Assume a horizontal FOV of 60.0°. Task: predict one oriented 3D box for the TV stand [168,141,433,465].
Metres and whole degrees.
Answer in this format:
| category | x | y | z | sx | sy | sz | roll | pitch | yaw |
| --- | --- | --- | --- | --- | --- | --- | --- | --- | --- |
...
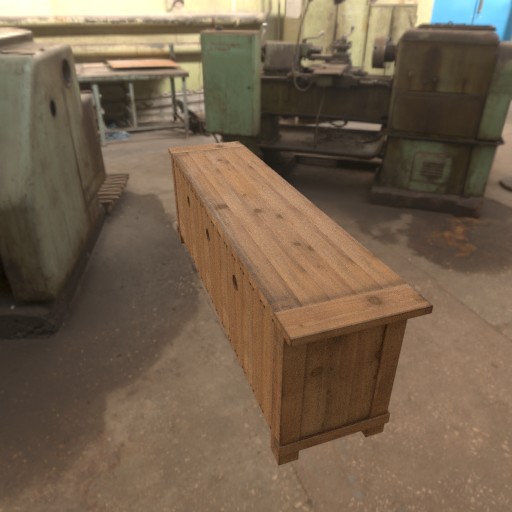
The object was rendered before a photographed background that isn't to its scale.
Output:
| category | x | y | z | sx | sy | sz | roll | pitch | yaw |
| --- | --- | --- | --- | --- | --- | --- | --- | --- | --- |
| TV stand | 0.000 | 0.000 | 2.056 | 0.453 | 0.573 | 1.804 | -10 | 31 | -17 |
